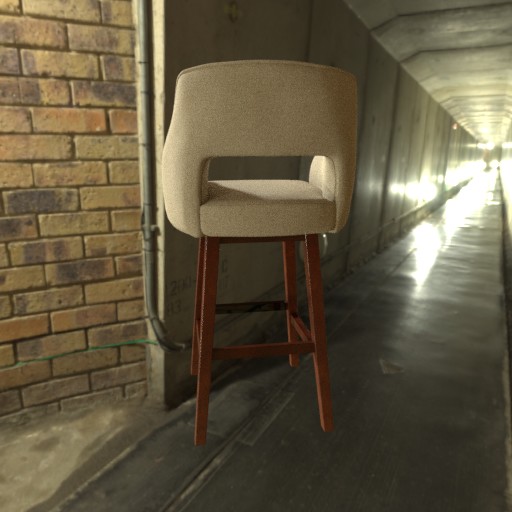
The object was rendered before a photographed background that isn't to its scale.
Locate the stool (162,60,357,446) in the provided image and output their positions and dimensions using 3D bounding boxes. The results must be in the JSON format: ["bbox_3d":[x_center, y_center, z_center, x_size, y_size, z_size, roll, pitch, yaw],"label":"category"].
[{"bbox_3d":[0.000,0.000,1.380,0.550,1.041,0.560,-2,14,-9],"label":"stool"}]
